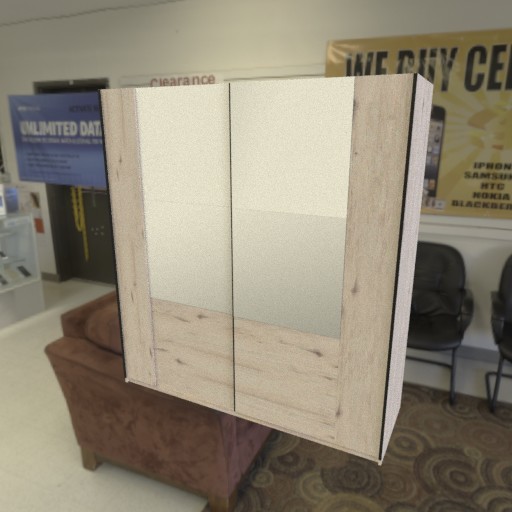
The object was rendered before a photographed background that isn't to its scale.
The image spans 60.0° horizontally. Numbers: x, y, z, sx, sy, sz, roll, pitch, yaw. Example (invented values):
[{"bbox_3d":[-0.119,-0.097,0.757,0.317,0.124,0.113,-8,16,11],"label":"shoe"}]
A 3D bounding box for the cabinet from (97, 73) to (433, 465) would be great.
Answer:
[{"bbox_3d":[0.000,0.000,3.055,2.000,2.180,0.660,8,18,26],"label":"cabinet"}]
